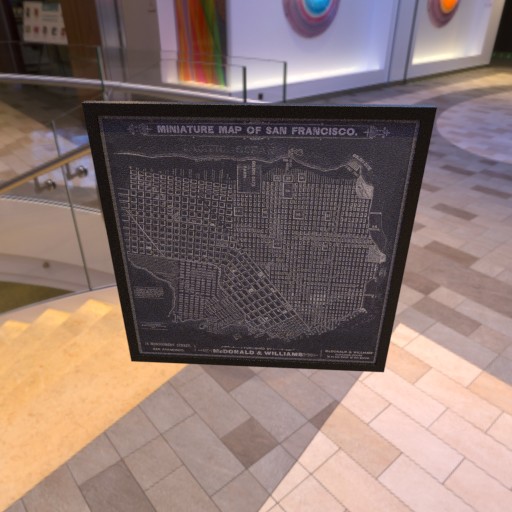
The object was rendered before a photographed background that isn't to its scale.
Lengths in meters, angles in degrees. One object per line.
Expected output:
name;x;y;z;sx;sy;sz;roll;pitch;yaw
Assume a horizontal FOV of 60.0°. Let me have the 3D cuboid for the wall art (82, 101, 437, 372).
wall art;0.000;0.000;1.218;0.807;0.807;0.022;2;30;3
